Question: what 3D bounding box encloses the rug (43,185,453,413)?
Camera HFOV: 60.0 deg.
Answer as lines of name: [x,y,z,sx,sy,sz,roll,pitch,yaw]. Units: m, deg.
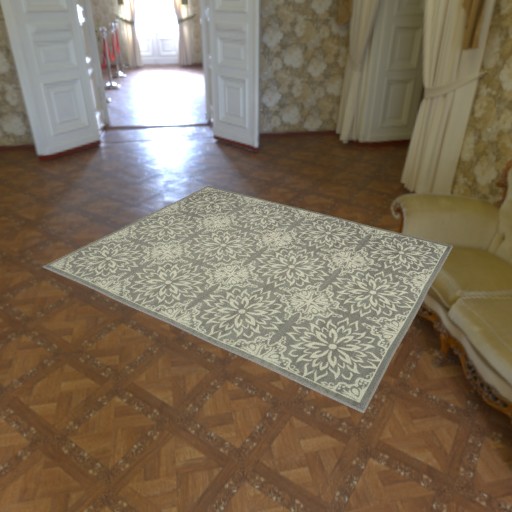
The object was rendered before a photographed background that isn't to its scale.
rug: [0.000,0.000,4.092,2.980,0.012,2.363,18,34,28]
